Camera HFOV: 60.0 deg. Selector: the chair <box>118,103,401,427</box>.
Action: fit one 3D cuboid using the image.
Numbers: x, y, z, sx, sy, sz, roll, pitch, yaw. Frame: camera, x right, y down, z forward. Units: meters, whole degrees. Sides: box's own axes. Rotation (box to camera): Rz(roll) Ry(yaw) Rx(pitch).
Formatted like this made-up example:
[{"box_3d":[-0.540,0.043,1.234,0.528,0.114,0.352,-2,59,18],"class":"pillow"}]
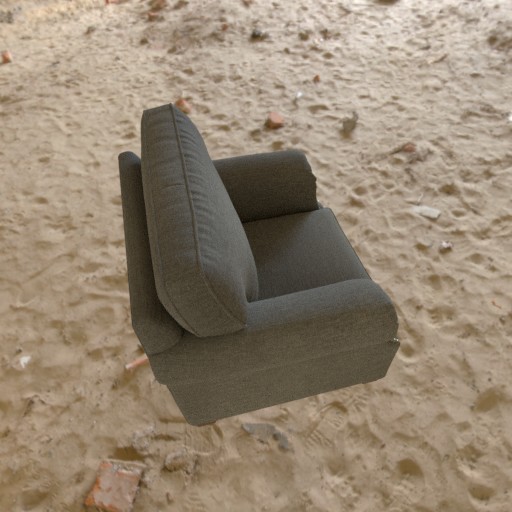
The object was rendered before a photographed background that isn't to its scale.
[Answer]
[{"box_3d":[0.000,0.000,1.851,0.965,0.961,1.092,-11,47,-10],"class":"chair"}]
